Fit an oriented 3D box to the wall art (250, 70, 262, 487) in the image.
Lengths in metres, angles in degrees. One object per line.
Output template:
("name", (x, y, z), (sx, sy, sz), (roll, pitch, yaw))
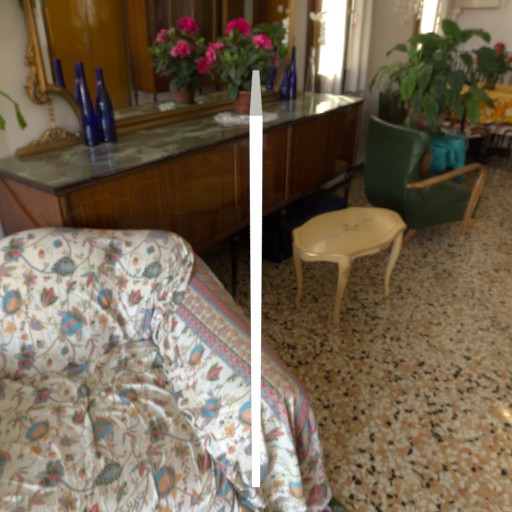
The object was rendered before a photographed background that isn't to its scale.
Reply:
("wall art", (0.000, 0.000, 0.771), (0.012, 0.557, 0.482), (0, 28, 0))
